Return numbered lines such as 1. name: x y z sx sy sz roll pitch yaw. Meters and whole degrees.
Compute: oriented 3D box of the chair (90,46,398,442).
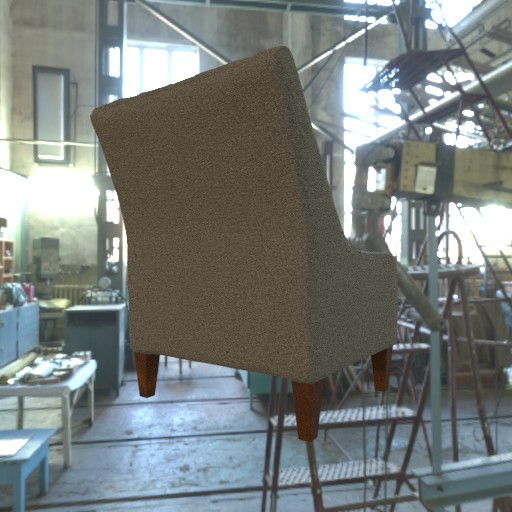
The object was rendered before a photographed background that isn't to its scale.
1. chair: 0.000 0.000 1.595 0.774 1.016 0.870 0 -1 36
